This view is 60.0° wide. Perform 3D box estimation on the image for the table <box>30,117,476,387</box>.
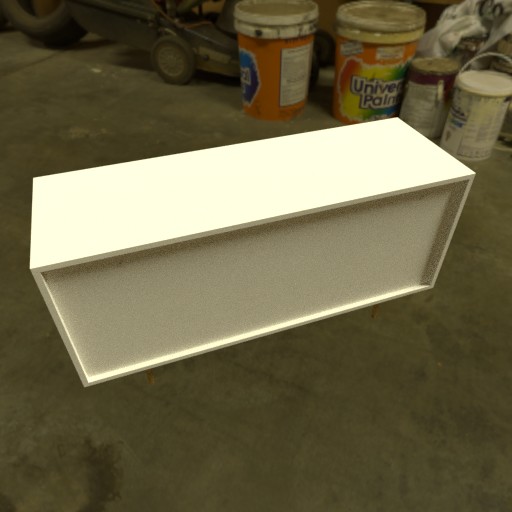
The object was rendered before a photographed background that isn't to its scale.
[{"bbox_3d":[0.000,0.000,1.840,1.500,0.769,0.508,-13,43,-15],"label":"table"}]
